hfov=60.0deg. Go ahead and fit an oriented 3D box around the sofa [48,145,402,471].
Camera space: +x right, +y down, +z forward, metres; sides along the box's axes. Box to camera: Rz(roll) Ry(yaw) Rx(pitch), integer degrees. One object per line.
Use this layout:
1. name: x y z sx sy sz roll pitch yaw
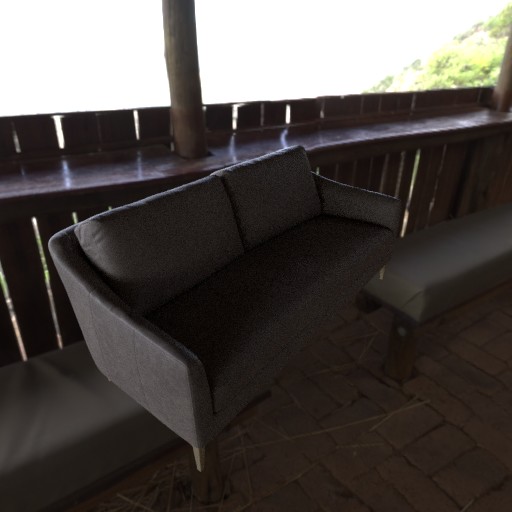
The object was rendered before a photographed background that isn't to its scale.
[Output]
1. sofa: 0.000 0.000 2.501 0.960 0.902 2.036 18 32 32
